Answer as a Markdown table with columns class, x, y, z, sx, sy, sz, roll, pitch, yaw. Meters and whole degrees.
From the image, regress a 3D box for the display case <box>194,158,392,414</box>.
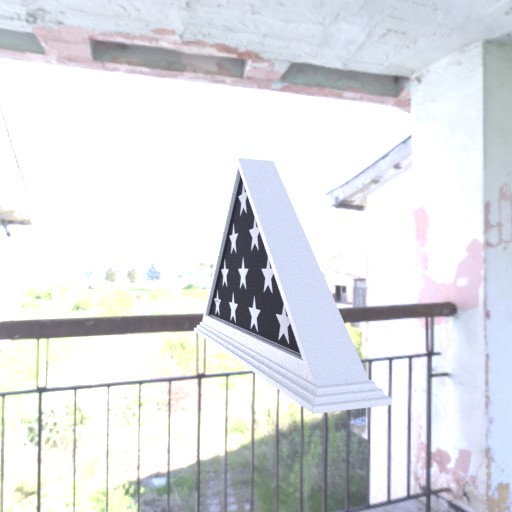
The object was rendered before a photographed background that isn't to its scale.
| class | x | y | z | sx | sy | sz | roll | pitch | yaw |
| --- | --- | --- | --- | --- | --- | --- | --- | --- | --- |
| display case | 0.000 | 0.000 | 0.774 | 0.095 | 0.340 | 0.640 | 1 | -2 | -19 |
